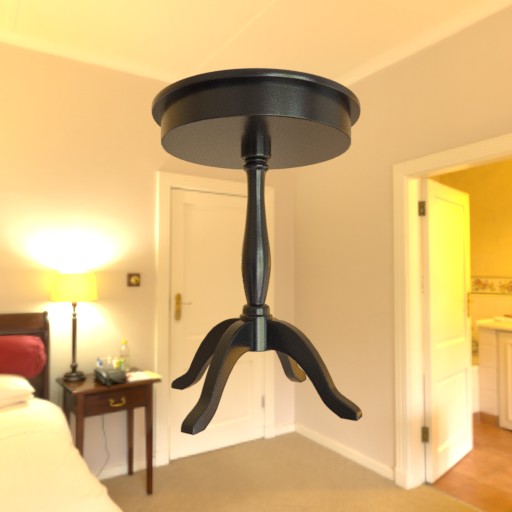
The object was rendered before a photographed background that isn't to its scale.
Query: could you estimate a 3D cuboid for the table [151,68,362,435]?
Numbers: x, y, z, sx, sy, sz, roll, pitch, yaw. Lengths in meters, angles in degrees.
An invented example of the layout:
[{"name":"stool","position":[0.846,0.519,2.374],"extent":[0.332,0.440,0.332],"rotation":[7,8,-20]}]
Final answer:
[{"name":"table","position":[0.000,0.000,1.026],"extent":[0.481,0.665,0.481],"rotation":[0,-2,0]}]
